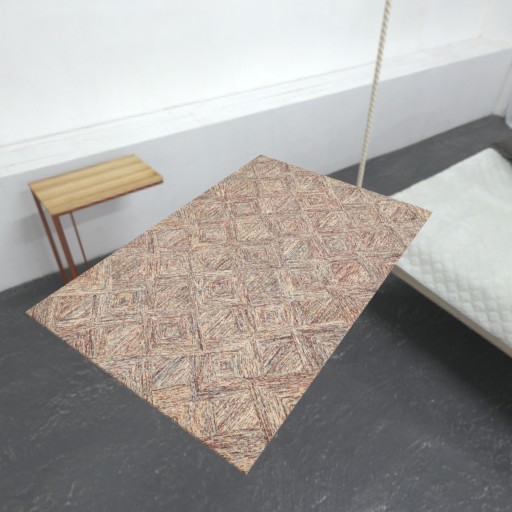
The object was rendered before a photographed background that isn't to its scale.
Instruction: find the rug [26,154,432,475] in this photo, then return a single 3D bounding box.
[{"bbox_3d":[0.000,0.000,2.840,1.523,0.019,2.285,25,46,26],"label":"rug"}]
